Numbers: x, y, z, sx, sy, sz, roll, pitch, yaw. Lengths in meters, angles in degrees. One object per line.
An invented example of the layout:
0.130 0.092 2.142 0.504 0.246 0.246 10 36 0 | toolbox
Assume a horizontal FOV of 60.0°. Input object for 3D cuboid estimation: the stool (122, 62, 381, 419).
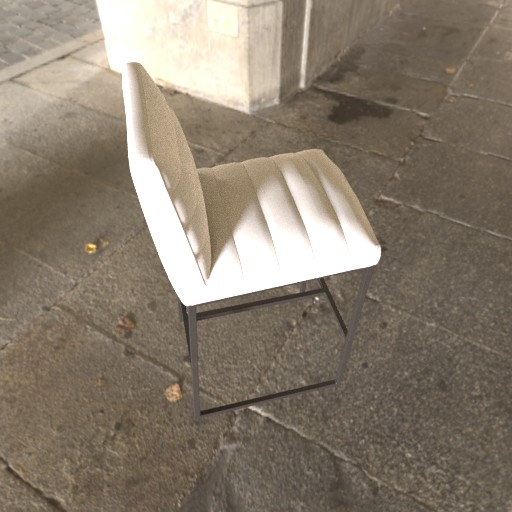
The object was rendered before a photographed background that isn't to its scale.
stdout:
0.000 0.000 1.344 0.573 1.061 0.464 -10 47 -10 | stool
